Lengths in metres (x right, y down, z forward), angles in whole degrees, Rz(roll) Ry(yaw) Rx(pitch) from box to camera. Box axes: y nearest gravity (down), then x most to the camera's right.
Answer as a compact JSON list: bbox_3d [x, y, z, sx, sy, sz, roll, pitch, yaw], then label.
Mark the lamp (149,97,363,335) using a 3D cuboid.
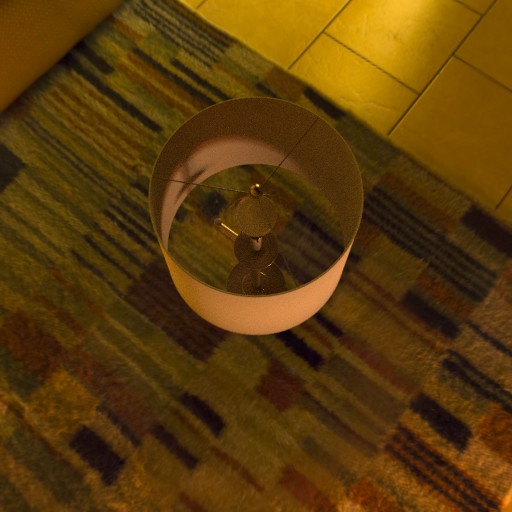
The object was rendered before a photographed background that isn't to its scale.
[{"bbox_3d":[0.000,0.000,0.907,0.333,0.696,0.333,0,75,0],"label":"lamp"}]
